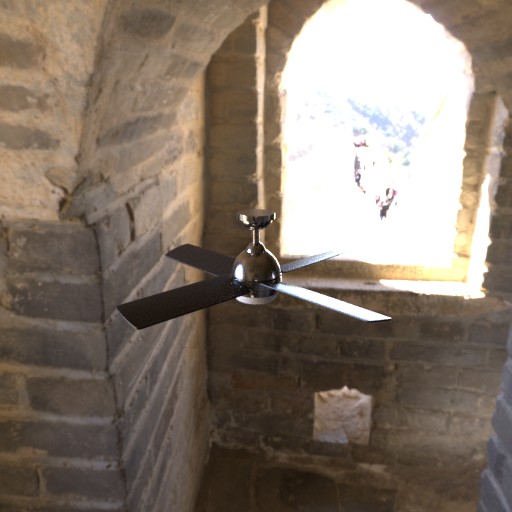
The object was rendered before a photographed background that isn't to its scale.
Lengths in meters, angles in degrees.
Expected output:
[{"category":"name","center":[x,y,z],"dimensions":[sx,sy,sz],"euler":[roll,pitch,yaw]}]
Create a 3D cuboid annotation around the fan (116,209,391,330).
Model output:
[{"category":"fan","center":[0.000,0.000,2.028],"dimensions":[1.332,0.403,1.332],"euler":[-15,22,-41]}]
